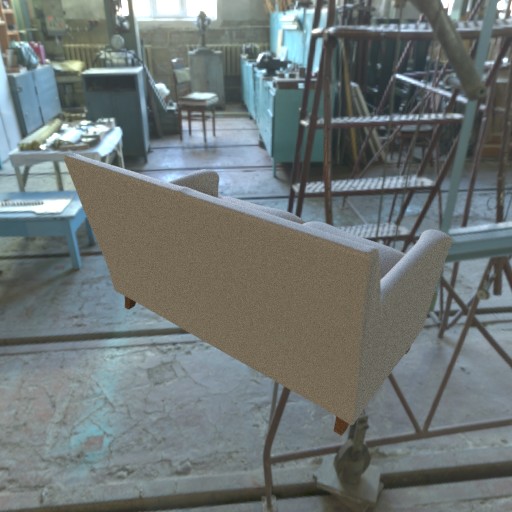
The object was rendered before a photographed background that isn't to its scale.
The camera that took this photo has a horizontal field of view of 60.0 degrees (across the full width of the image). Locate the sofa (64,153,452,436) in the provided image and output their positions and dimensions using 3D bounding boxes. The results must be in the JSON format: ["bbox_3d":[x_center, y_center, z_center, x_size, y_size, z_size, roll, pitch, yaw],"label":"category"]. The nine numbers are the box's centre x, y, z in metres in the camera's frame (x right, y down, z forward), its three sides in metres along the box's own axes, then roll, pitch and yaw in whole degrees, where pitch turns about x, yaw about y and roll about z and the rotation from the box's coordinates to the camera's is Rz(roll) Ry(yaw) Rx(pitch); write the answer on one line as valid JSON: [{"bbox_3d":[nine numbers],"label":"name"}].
[{"bbox_3d":[0.000,0.000,2.056,1.482,0.890,0.888,21,35,34],"label":"sofa"}]
